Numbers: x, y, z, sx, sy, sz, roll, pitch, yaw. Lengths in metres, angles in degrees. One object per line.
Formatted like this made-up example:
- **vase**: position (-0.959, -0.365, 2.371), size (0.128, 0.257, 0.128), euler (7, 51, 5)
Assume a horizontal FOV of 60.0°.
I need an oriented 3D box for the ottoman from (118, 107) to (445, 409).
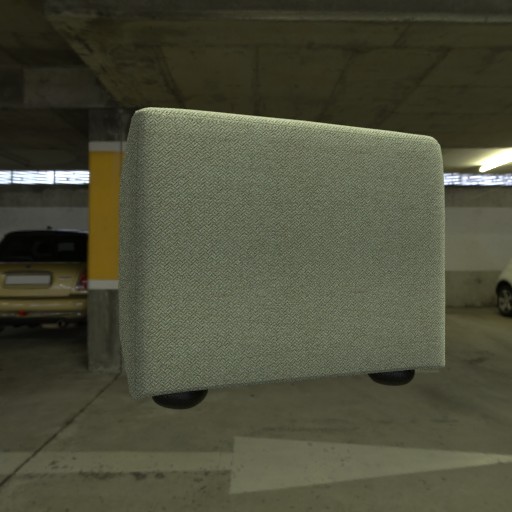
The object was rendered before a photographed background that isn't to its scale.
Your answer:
- **ottoman**: position (0.000, 0.000, 0.898), size (0.521, 0.453, 0.512), euler (0, 0, -19)
